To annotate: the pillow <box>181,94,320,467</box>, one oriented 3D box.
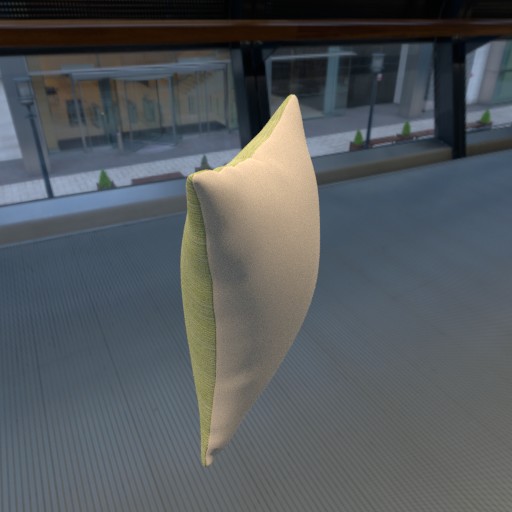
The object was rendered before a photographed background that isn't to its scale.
[{"bbox_3d":[0.000,0.000,0.823,0.229,0.487,0.560,8,31,14],"label":"pillow"}]
